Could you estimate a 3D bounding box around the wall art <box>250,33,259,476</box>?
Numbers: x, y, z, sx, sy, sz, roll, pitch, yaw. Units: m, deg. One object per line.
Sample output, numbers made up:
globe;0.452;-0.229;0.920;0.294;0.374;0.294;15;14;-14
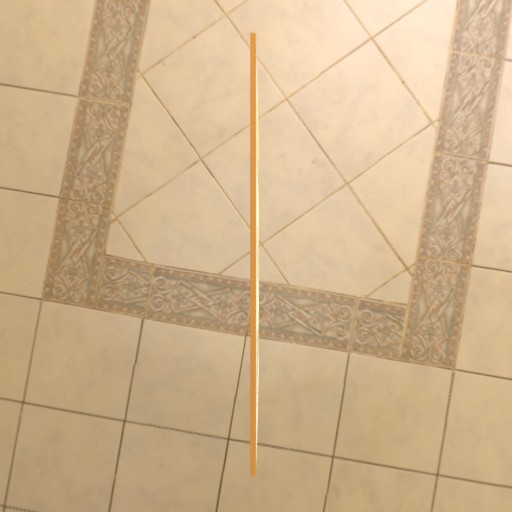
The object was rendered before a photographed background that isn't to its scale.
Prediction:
wall art;0.000;0.000;1.440;0.013;0.959;0.962;0;89;1
